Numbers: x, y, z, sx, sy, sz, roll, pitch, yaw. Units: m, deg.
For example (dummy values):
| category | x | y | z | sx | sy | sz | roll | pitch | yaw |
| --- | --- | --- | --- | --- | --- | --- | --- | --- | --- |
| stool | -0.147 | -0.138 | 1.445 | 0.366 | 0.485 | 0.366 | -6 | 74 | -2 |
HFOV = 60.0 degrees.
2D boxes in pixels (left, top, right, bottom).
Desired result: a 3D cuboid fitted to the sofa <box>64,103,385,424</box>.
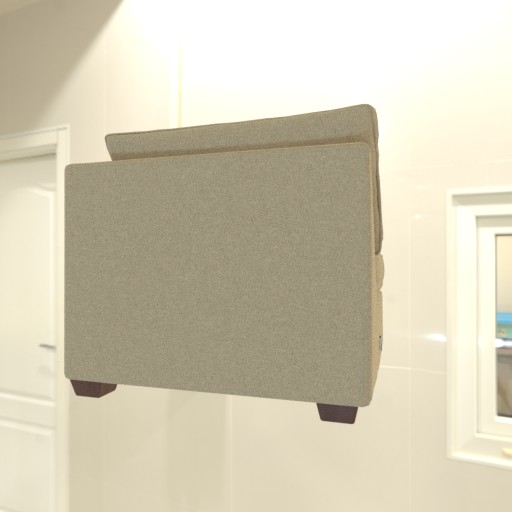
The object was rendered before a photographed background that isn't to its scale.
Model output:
| category | x | y | z | sx | sy | sz | roll | pitch | yaw |
| --- | --- | --- | --- | --- | --- | --- | --- | --- | --- |
| sofa | 0.000 | 0.000 | 1.946 | 1.084 | 1.002 | 1.146 | 0 | 0 | 17 |
